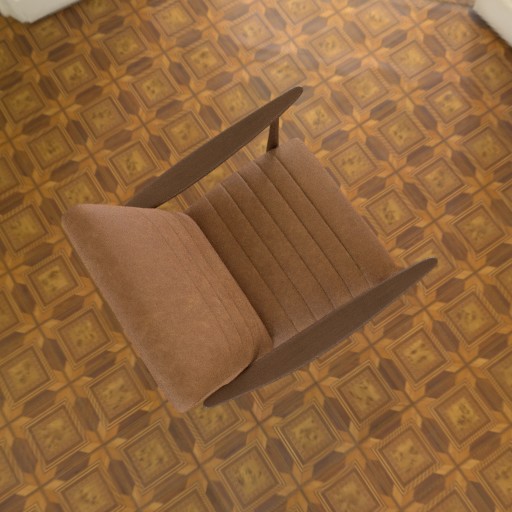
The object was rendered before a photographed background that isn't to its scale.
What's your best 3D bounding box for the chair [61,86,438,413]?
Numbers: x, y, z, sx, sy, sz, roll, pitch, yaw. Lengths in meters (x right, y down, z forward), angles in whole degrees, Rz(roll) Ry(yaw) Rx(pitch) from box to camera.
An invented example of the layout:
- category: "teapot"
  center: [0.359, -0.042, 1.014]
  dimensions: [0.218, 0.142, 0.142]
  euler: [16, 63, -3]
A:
- category: "chair"
  center: [0.000, 0.000, 1.454]
  dimensions: [0.798, 0.832, 0.741]
  euler: [-33, 79, -7]
